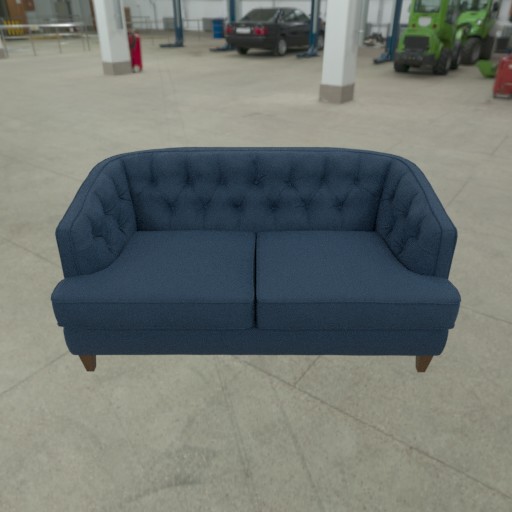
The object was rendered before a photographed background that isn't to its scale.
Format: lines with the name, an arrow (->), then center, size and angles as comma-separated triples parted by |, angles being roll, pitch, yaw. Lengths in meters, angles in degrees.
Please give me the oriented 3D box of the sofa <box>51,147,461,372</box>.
sofa -> 0.000, 0.000, 2.227 | 1.733, 0.854, 0.941 | 0, 30, 0
